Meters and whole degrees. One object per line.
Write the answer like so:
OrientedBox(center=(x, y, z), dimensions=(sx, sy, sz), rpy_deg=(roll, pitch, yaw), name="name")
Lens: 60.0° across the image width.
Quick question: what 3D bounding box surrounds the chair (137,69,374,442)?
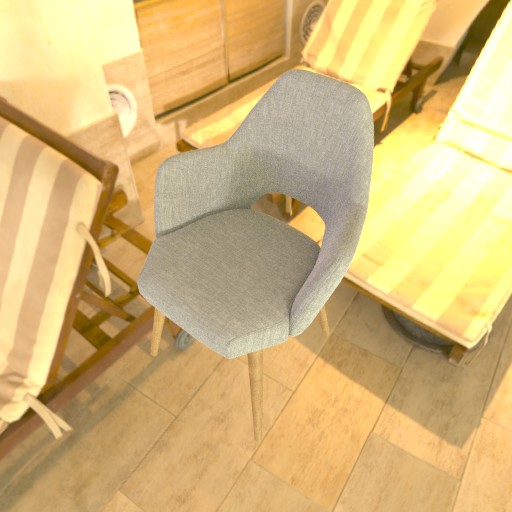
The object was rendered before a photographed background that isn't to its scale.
OrientedBox(center=(0.000, 0.000, 1.263), dimensions=(0.590, 0.840, 0.610), rpy_deg=(30, 53, 26), name="chair")
